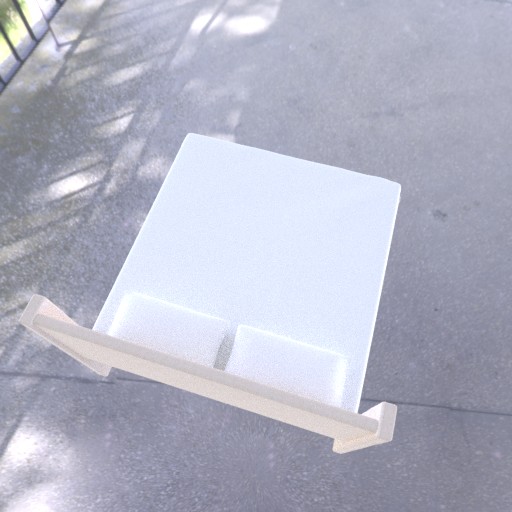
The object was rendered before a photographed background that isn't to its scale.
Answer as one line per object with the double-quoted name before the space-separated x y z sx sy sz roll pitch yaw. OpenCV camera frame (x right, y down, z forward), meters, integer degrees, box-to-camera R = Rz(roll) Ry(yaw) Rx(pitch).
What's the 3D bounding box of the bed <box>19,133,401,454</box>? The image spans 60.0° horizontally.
"bed" 0.000 0.000 3.518 2.145 1.471 2.293 15 65 8
